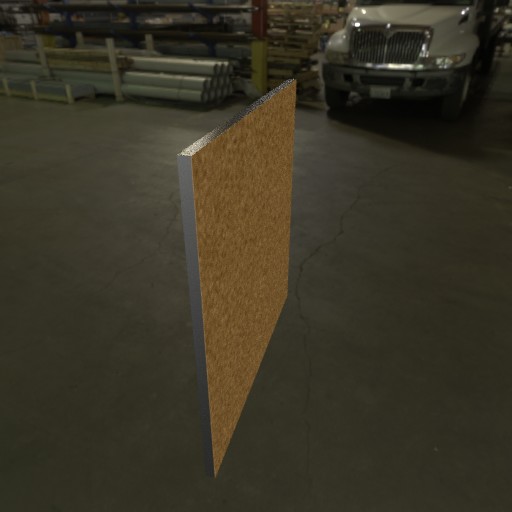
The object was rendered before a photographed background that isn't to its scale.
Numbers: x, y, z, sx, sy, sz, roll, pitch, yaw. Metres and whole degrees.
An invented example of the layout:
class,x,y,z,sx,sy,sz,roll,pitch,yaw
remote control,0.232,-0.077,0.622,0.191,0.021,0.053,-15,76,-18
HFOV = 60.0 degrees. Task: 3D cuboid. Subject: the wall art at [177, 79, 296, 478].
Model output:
class,x,y,z,sx,sy,sz,roll,pitch,yaw
wall art,0.000,0.000,0.676,0.014,0.445,0.446,8,31,14
